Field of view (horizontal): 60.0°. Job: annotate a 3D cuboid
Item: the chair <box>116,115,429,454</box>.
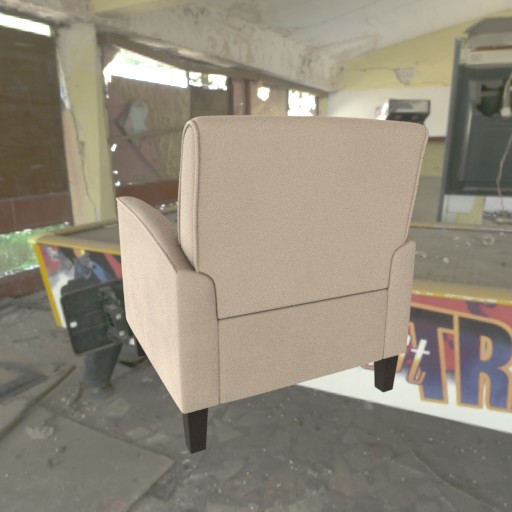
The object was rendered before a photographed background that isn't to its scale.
[{"bbox_3d":[0.000,0.000,1.587,0.820,0.915,0.820,-7,16,-26],"label":"chair"}]
